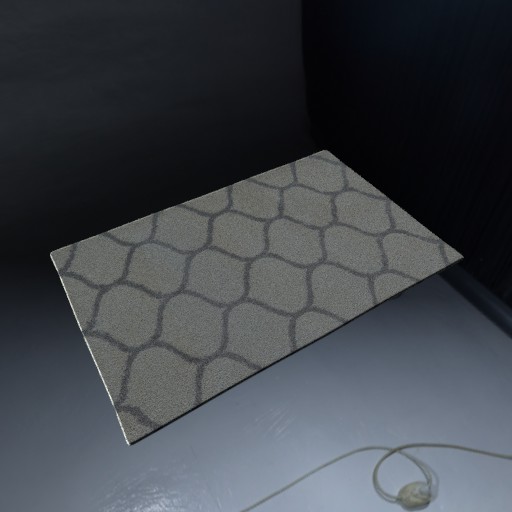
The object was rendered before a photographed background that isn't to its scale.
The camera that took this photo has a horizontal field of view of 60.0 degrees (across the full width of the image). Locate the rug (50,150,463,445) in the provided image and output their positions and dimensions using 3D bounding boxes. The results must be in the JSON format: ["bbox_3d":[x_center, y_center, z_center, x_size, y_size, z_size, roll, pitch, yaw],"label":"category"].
[{"bbox_3d":[0.000,0.000,2.976,2.348,0.024,1.501,-24,51,-21],"label":"rug"}]
